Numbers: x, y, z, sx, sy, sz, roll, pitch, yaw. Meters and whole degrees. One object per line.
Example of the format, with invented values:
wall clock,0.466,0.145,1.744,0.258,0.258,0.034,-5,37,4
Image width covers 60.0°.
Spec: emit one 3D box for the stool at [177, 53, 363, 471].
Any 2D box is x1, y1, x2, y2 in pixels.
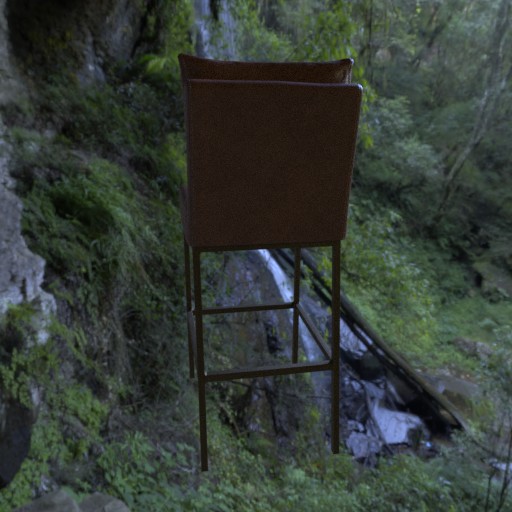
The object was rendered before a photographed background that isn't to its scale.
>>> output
stool,0.000,0.000,1.420,0.463,1.124,0.571,-3,16,-10
